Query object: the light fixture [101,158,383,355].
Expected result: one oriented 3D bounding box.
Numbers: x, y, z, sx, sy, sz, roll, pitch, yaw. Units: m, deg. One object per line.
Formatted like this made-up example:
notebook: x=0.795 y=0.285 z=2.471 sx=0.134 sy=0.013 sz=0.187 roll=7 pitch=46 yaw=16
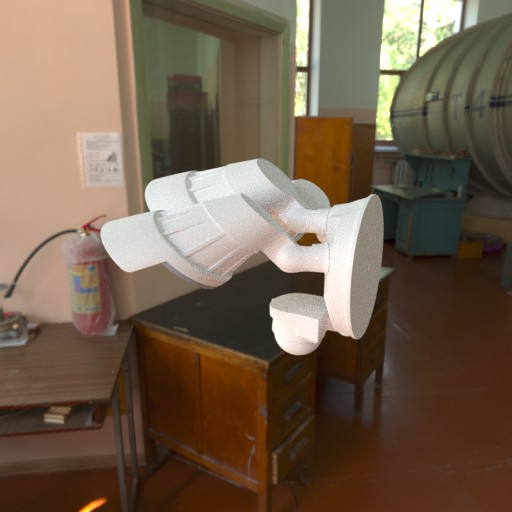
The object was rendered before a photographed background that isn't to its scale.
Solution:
light fixture: x=0.000 y=0.000 z=0.551 sx=0.278 sy=0.237 sz=0.369 roll=7 pitch=17 yaw=25
